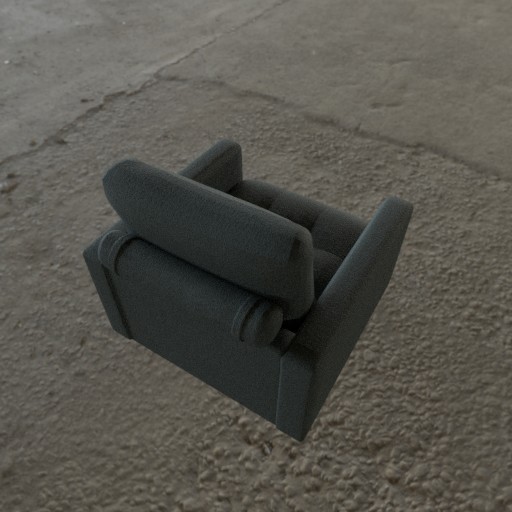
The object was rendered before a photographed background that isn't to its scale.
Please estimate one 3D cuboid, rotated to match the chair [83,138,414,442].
[{"bbox_3d":[0.000,0.000,1.545,0.821,0.880,0.843,24,51,21],"label":"chair"}]
